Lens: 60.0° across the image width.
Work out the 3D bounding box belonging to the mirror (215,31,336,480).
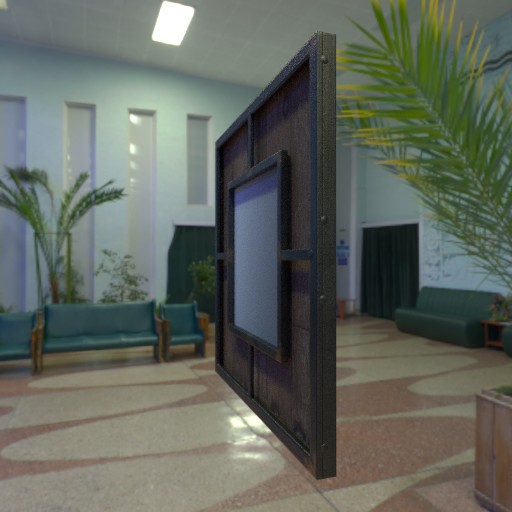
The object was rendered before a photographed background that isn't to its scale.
[{"bbox_3d":[0.000,0.000,0.559,0.020,0.381,0.382,0,0,-18],"label":"mirror"}]
